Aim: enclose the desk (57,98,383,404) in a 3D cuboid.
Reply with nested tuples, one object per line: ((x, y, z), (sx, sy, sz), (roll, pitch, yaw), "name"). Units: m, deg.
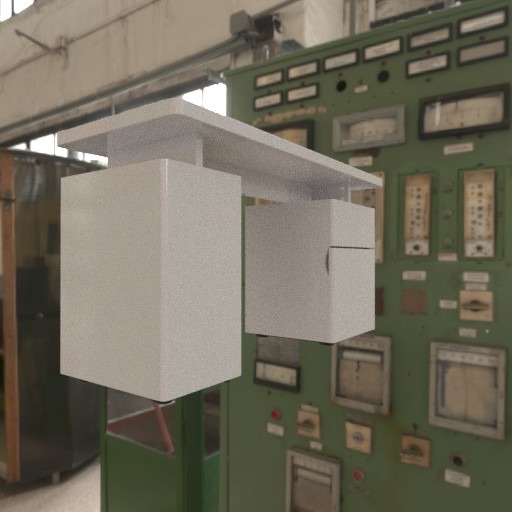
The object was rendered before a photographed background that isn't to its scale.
((0.000, 0.000, 1.789), (0.550, 0.762, 1.400), (0, 0, 36), "desk")
